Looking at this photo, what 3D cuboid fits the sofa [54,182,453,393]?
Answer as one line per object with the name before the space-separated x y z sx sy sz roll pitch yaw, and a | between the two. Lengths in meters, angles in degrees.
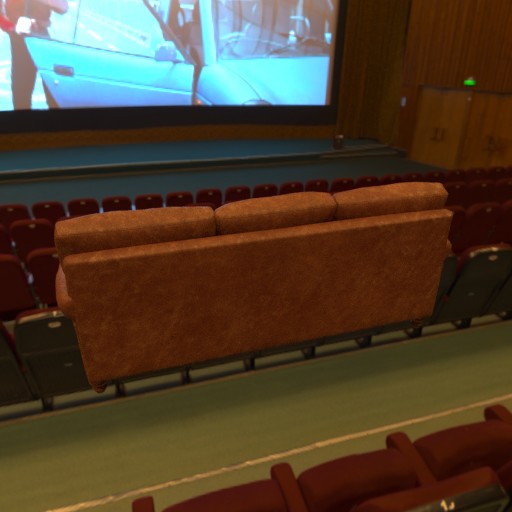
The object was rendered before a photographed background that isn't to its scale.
sofa | 0.000 0.000 2.868 2.351 0.977 0.973 -8 26 -16
